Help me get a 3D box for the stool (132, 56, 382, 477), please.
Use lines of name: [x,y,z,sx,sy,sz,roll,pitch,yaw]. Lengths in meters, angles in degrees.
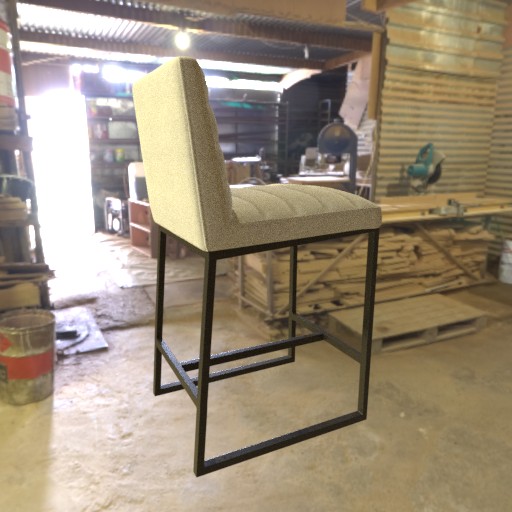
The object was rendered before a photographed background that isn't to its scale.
stool: [0.000,0.000,1.284,0.567,0.971,0.459,-7,16,-26]
